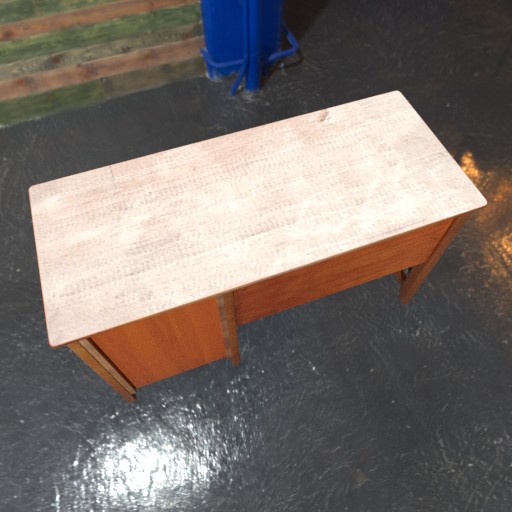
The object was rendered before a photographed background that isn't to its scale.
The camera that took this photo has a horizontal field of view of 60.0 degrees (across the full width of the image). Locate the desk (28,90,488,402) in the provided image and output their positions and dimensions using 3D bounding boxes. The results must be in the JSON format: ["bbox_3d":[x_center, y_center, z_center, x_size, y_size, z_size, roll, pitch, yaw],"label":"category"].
[{"bbox_3d":[0.000,0.000,1.730,1.353,0.756,0.574,-18,61,-10],"label":"desk"}]
